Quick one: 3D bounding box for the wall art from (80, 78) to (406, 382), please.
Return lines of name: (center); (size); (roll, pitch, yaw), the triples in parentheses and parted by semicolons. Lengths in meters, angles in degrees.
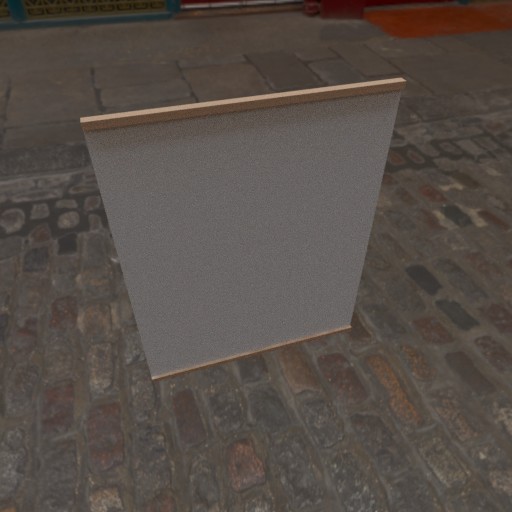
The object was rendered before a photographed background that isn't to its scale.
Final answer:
wall art: (0.000, 0.000, 0.701); (0.405, 0.508, 0.012); (-12, 43, -13)
